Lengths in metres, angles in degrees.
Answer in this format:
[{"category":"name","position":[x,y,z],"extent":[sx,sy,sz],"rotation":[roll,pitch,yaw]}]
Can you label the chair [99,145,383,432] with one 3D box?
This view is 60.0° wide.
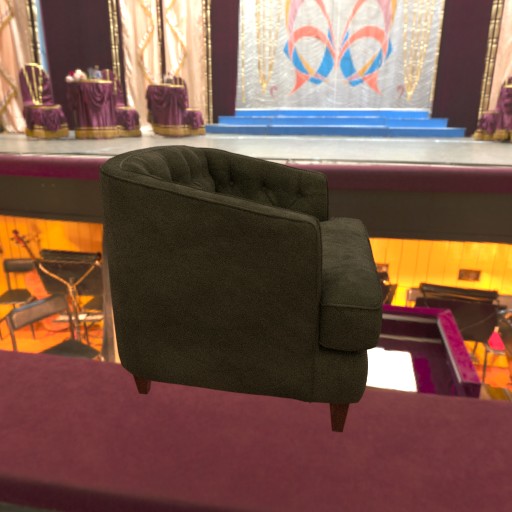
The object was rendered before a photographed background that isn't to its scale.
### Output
[{"category":"chair","position":[0.000,0.000,1.818],"extent":[0.941,0.852,1.104],"rotation":[3,18,9]}]
